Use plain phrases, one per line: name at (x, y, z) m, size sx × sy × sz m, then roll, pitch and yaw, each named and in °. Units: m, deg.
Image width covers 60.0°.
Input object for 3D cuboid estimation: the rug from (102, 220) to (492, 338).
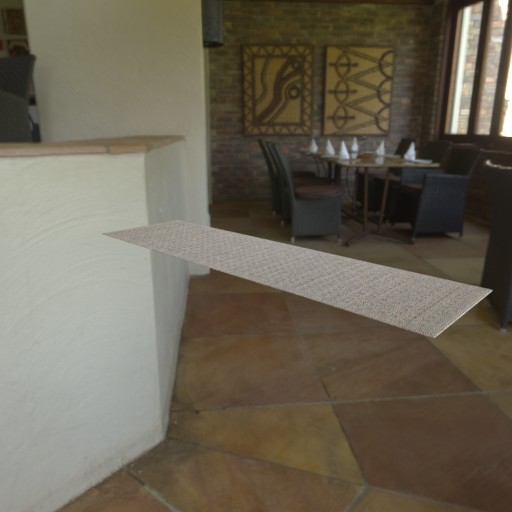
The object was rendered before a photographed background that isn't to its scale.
rug at (0.000, 0.000, 2.661) m, size 2.437 × 0.005 × 0.688 m, roll 15°, pitch 21°, yaw 41°
